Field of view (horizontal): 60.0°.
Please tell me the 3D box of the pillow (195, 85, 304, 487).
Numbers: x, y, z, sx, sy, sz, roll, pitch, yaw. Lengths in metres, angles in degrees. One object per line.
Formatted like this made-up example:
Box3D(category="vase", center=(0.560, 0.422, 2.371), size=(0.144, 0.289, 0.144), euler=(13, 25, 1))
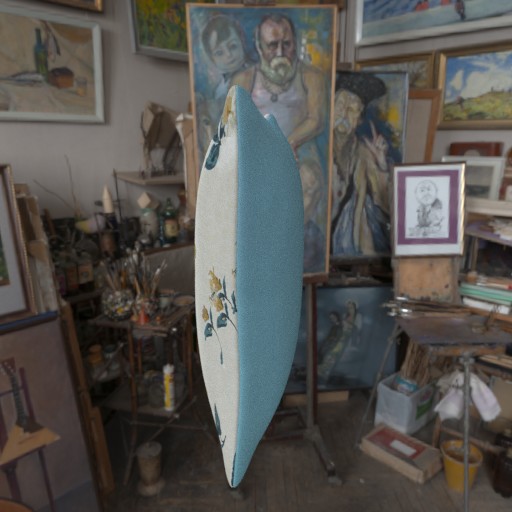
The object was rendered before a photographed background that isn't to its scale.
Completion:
Box3D(category="pillow", center=(0.000, 0.000, 0.779), size=(0.166, 0.507, 0.526), euler=(1, 15, 5))
